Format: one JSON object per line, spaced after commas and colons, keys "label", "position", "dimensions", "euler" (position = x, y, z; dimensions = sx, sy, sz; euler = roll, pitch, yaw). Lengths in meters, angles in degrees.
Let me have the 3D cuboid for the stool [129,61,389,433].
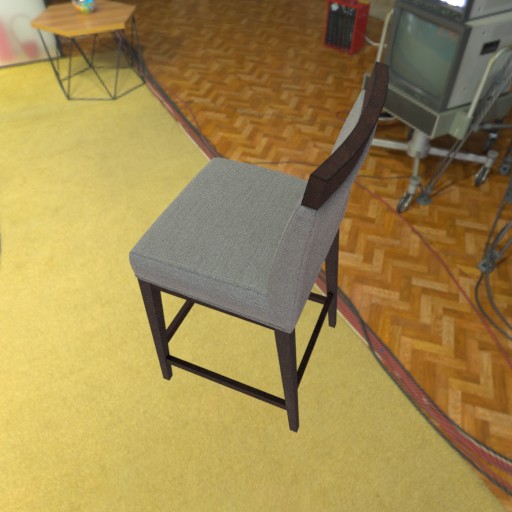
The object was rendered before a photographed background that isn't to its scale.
{"label": "stool", "position": [0.000, 0.000, 1.306], "dimensions": [0.531, 1.009, 0.512], "euler": [17, 48, 16]}
